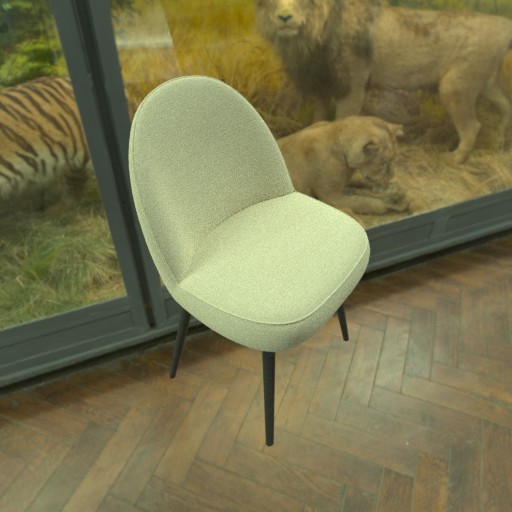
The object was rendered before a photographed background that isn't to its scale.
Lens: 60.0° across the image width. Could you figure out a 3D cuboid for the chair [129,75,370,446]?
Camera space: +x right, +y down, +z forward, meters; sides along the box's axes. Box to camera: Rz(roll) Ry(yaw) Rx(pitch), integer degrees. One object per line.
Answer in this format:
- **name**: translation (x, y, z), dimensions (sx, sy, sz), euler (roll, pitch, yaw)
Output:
- **chair**: translation (0.000, 0.000, 1.203), dimensions (0.540, 0.838, 0.532), euler (25, 46, 27)
